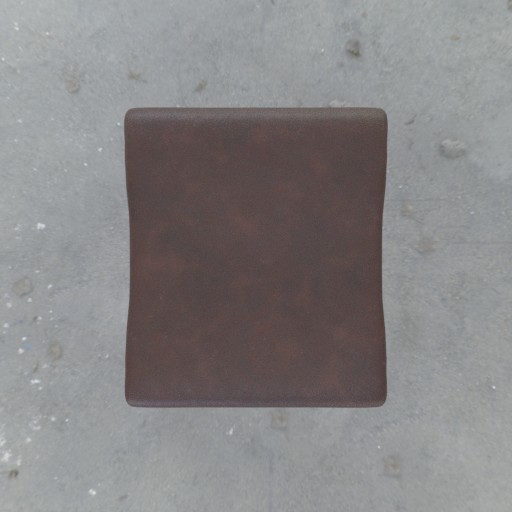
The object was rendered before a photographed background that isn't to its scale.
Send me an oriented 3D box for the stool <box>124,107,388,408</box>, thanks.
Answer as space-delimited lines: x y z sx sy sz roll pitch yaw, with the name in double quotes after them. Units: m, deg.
0.000 0.000 1.038 0.401 0.769 0.465 0 90 0 "stool"
